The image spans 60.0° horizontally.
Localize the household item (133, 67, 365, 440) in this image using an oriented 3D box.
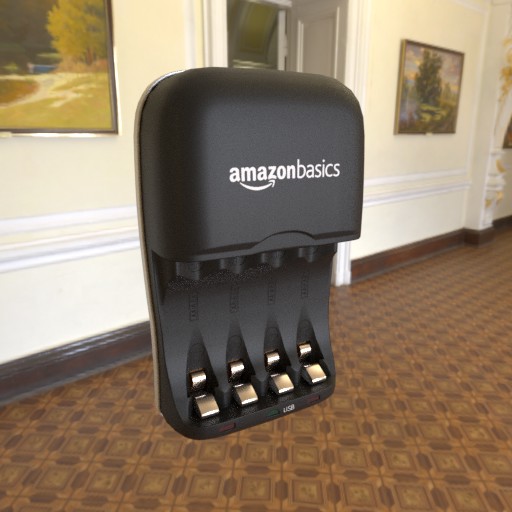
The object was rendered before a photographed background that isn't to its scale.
[{"bbox_3d":[0.000,0.000,0.146,0.070,0.114,0.038,-8,17,-27],"label":"household item"}]
